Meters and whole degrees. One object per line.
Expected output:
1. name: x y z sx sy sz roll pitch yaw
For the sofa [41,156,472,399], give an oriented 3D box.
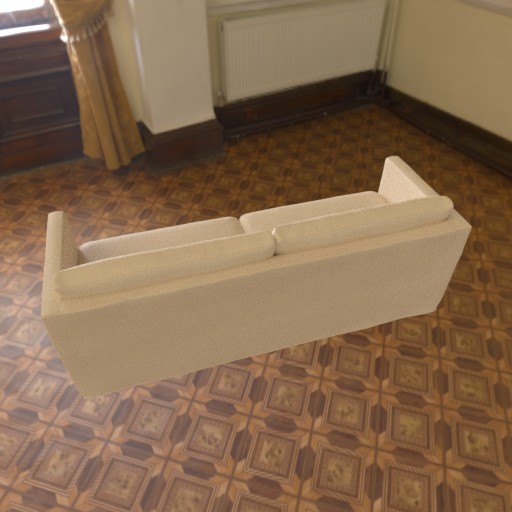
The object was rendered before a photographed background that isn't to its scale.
1. sofa: 0.000 0.000 3.267 2.779 0.999 1.036 -11 44 -12
